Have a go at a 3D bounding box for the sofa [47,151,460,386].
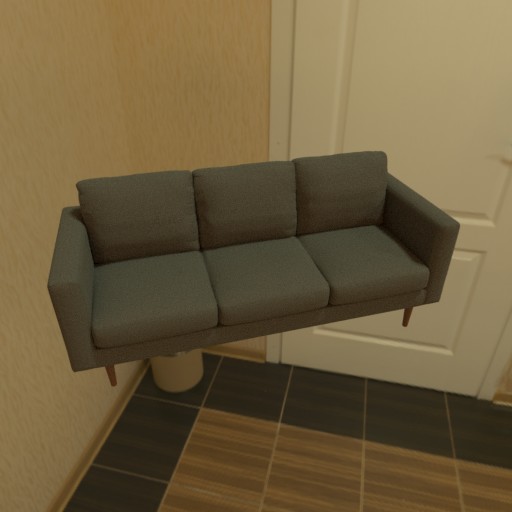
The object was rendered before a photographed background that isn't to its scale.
[{"bbox_3d":[0.000,0.000,2.502,2.029,0.912,0.802,-9,33,-13],"label":"sofa"}]
